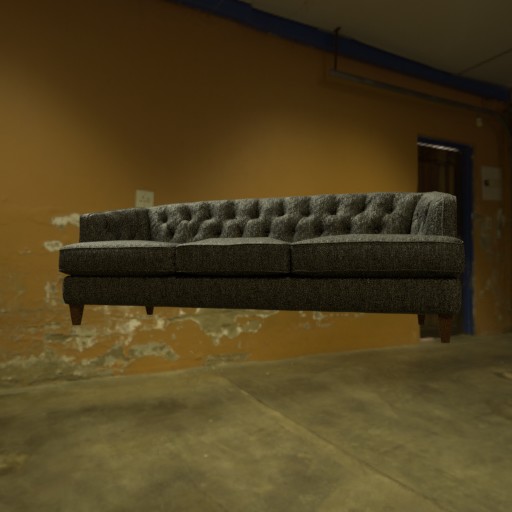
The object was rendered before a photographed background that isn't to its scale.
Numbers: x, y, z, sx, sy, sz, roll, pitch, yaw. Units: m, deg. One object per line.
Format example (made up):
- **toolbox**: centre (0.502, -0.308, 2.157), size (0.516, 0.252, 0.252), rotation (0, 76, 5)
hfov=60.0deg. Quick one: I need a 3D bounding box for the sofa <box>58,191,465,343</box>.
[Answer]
- **sofa**: centre (0.000, 0.000, 2.758), size (2.278, 0.855, 0.941), rotation (-1, -2, 18)
